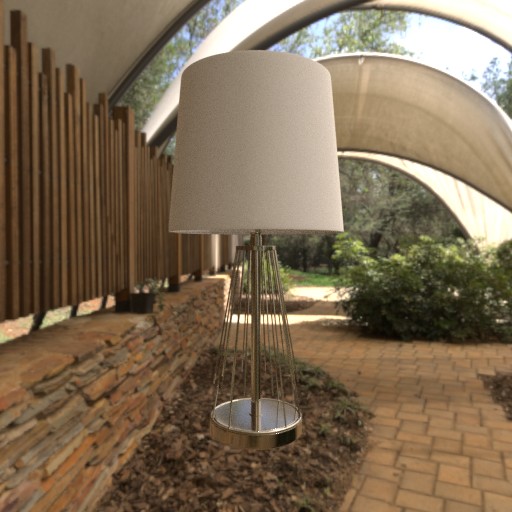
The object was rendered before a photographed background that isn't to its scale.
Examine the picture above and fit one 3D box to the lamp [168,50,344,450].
[{"bbox_3d":[0.000,0.000,0.782,0.303,0.618,0.303,0,1,0],"label":"lamp"}]
